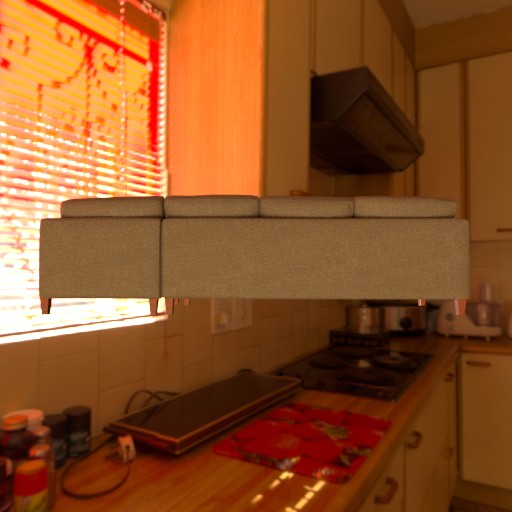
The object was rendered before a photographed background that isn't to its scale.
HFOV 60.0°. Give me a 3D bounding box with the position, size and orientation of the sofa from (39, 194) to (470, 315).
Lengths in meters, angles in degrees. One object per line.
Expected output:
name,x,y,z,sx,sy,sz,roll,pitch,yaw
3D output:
sofa,0.000,0.000,4.598,3.302,0.947,2.593,0,-1,1
